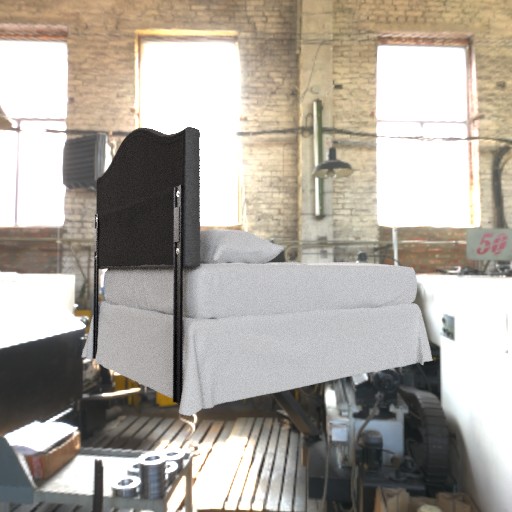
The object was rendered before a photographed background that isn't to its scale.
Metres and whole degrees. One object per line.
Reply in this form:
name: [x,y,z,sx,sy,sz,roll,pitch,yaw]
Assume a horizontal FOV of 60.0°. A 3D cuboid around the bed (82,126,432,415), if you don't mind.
bed: [0.000,0.000,3.544,2.221,1.645,1.876,1,-2,-36]
